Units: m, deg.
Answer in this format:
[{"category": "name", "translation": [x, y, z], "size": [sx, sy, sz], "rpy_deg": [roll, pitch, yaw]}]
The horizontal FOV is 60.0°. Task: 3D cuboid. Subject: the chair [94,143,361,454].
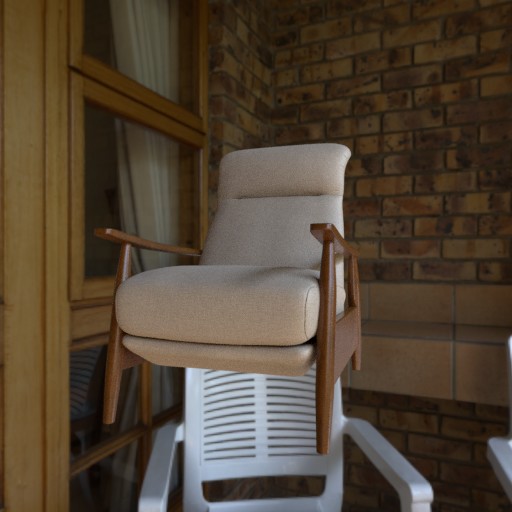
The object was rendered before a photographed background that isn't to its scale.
[{"category": "chair", "translation": [0.000, 0.000, 1.782], "size": [0.762, 1.082, 1.030], "rpy_deg": [0, 0, 18]}]
